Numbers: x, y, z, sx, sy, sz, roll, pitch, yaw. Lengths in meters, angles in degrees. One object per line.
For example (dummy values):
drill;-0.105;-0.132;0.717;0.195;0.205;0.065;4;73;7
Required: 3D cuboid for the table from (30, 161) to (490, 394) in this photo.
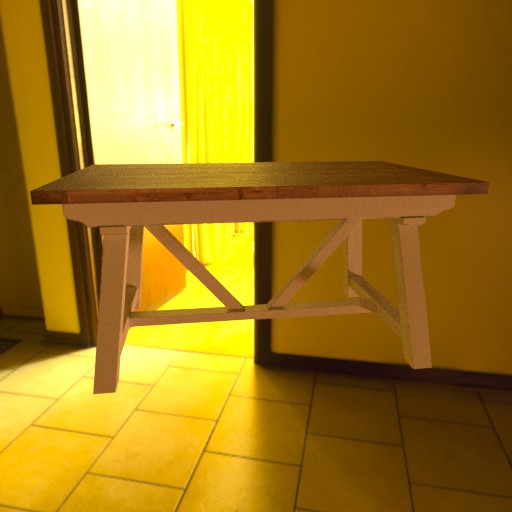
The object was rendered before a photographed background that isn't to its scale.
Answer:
table;0.000;0.000;1.976;1.503;0.743;0.922;-2;17;-8
